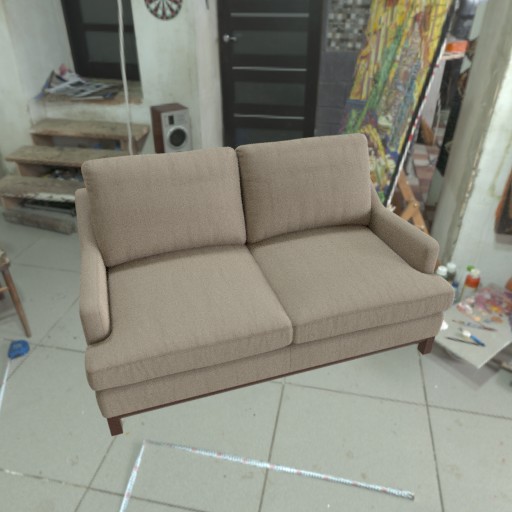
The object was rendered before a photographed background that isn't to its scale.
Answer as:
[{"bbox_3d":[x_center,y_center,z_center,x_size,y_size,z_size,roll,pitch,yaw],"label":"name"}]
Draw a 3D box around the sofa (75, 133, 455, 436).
[{"bbox_3d":[0.000,0.000,2.163,1.619,0.910,1.004,-10,34,-15],"label":"sofa"}]
